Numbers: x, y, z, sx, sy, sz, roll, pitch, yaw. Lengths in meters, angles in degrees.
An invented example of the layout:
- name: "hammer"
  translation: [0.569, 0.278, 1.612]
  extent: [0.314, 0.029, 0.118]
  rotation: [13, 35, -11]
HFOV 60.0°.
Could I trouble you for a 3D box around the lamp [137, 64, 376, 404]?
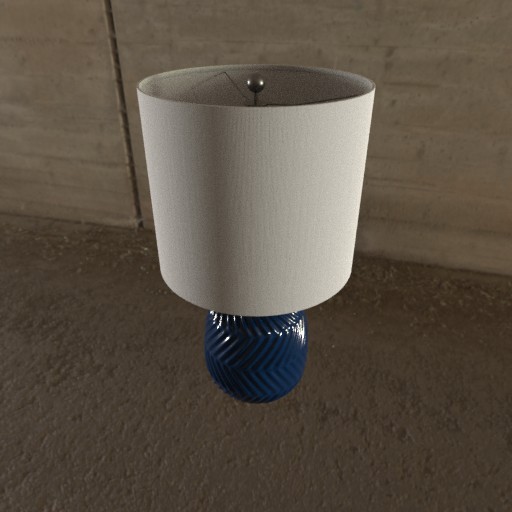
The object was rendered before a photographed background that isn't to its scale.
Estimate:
- name: "lamp"
  translation: [0.000, 0.000, 0.478]
  extent: [0.203, 0.368, 0.203]
  rotation: [-10, 32, -17]
